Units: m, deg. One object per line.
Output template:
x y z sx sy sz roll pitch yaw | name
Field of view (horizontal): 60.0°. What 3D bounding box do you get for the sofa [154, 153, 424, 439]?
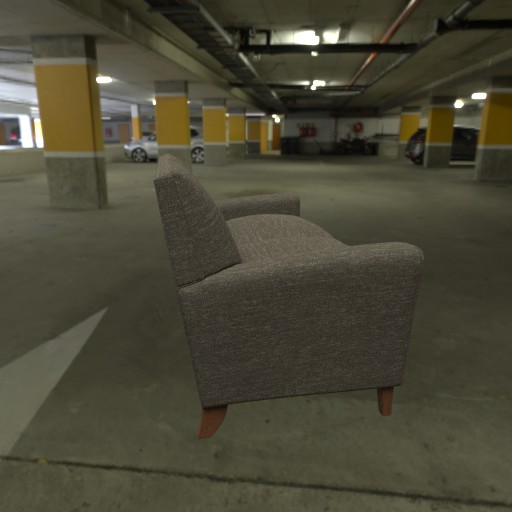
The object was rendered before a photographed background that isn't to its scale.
0.000 0.000 2.102 0.867 0.905 1.509 -3 15 -11 | sofa
